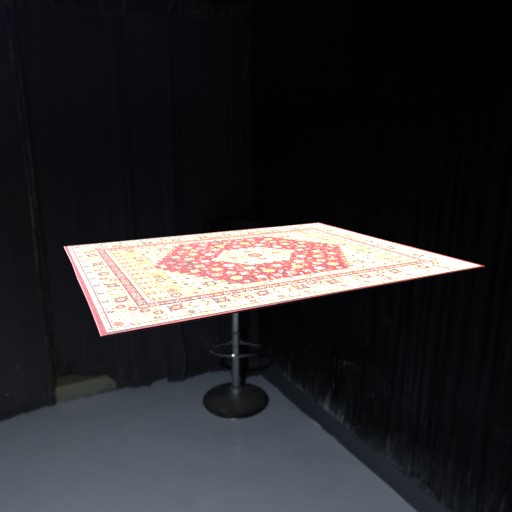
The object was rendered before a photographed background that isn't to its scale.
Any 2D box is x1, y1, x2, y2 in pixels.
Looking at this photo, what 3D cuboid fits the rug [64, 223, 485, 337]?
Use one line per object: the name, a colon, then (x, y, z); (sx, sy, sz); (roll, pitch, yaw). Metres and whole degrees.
rug: (0.000, 0.000, 4.029); (3.053, 0.013, 2.387); (-7, 16, -26)
